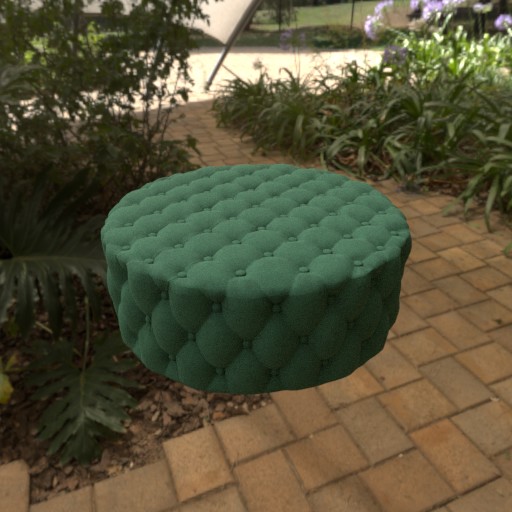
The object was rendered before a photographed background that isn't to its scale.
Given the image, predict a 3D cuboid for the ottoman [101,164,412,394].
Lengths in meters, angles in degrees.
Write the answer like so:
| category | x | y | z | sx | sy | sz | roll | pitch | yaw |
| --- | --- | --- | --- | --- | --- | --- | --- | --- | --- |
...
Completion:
| category | x | y | z | sx | sy | sz | roll | pitch | yaw |
| --- | --- | --- | --- | --- | --- | --- | --- | --- | --- |
| ottoman | 0.000 | 0.000 | 1.540 | 0.998 | 0.399 | 0.998 | 0 | 29 | 0 |
